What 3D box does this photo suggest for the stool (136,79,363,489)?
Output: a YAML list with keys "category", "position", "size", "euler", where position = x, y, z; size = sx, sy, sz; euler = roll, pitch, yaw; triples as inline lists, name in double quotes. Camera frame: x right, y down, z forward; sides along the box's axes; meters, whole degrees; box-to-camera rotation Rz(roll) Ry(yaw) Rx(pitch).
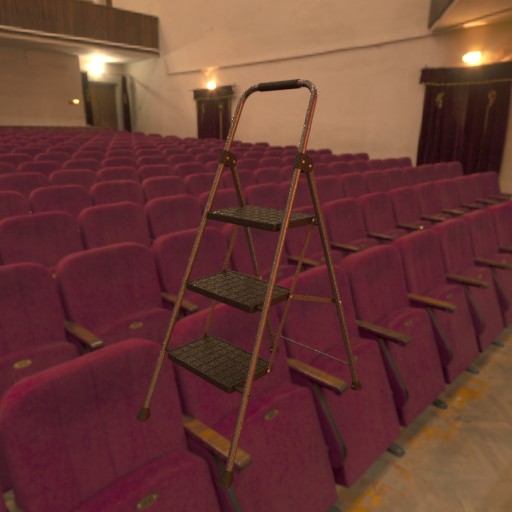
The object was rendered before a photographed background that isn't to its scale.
- category: "stool"
  position: [0.000, 0.000, 1.496]
  size: [0.473, 1.121, 0.733]
  euler: [15, 21, 42]
